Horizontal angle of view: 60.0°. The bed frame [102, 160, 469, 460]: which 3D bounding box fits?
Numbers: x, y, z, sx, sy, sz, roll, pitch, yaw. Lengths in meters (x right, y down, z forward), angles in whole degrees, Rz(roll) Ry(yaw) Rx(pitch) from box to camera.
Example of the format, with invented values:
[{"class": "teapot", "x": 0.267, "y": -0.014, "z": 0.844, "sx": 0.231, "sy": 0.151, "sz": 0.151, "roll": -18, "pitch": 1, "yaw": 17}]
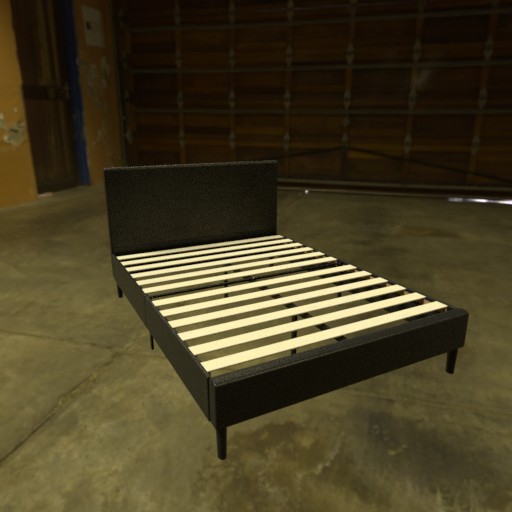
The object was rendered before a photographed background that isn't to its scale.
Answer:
[{"class": "bed frame", "x": 0.000, "y": 0.000, "z": 3.190, "sx": 1.634, "sy": 1.127, "sz": 2.318, "roll": -9, "pitch": 19, "yaw": -27}]
